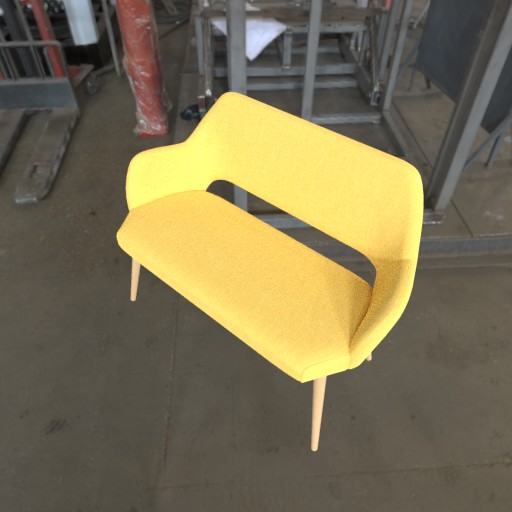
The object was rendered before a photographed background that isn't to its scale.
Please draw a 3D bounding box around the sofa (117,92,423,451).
[{"bbox_3d":[0.000,0.000,1.642,1.150,0.840,0.610,32,53,28],"label":"sofa"}]
